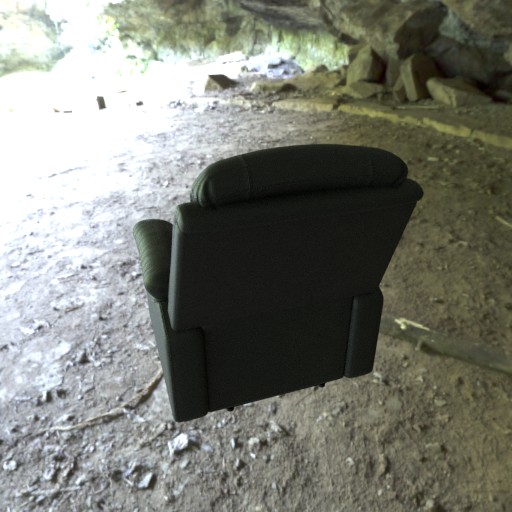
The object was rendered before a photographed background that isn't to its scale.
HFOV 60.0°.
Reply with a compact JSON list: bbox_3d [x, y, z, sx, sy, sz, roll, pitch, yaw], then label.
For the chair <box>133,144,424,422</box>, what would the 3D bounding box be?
[{"bbox_3d":[0.000,0.000,1.683,0.855,0.992,0.919,-9,29,-17],"label":"chair"}]
